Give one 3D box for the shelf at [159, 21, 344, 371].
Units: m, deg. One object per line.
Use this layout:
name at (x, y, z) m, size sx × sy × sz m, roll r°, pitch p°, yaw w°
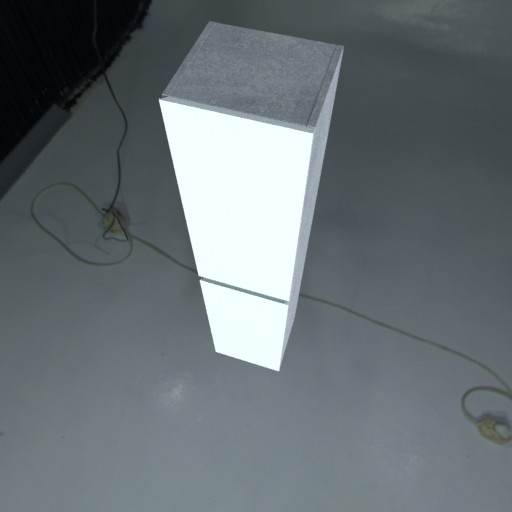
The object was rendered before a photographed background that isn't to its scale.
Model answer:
shelf at (0.000, 0.000, 1.478) m, size 0.300 × 1.400 × 0.270 m, roll 15°, pitch 60°, yaw 9°
